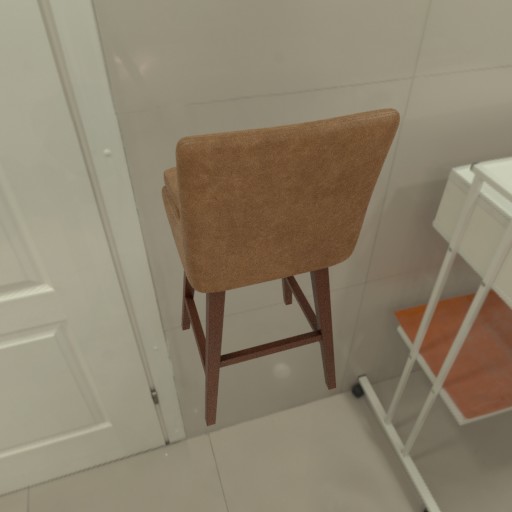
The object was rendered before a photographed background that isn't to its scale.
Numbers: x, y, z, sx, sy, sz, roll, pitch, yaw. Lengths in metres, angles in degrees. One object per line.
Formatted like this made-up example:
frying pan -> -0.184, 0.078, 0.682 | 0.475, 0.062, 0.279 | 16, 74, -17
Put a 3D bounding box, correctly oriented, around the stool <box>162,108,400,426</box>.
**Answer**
stool -> 0.000, 0.000, 1.372 | 0.487, 1.079, 0.572 | -12, 42, -13
